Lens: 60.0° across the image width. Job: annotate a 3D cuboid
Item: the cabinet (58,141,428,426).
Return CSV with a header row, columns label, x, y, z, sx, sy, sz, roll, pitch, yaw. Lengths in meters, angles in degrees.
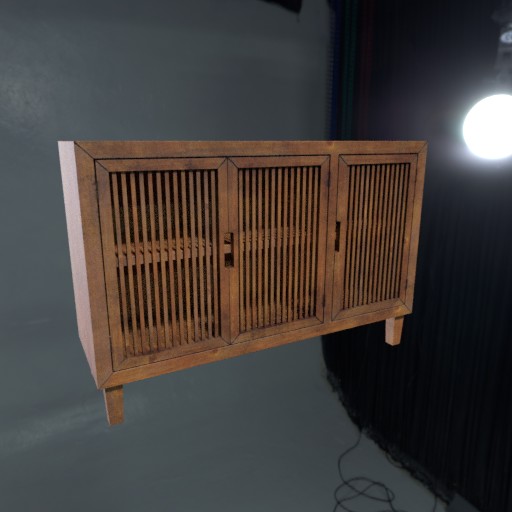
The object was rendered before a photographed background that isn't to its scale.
label,x,y,z,sx,sy,sz,roll,pitch,yaw
cabinet,0.000,0.000,1.605,1.204,0.805,0.403,-8,16,-27
